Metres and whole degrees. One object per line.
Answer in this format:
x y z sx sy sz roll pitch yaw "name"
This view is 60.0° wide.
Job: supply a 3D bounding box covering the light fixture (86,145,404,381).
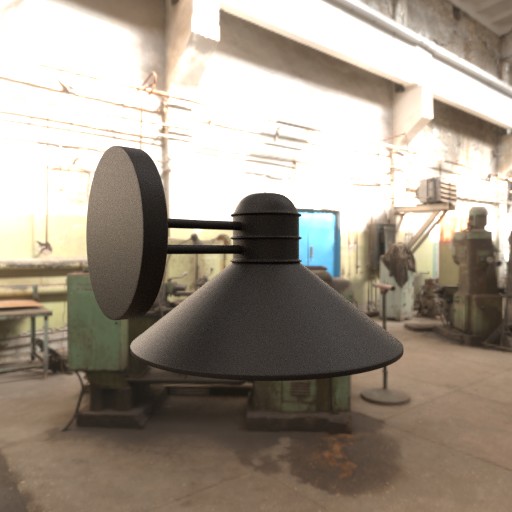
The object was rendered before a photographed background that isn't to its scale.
0.000 0.000 0.661 0.434 0.265 0.396 0 1 -36 "light fixture"
